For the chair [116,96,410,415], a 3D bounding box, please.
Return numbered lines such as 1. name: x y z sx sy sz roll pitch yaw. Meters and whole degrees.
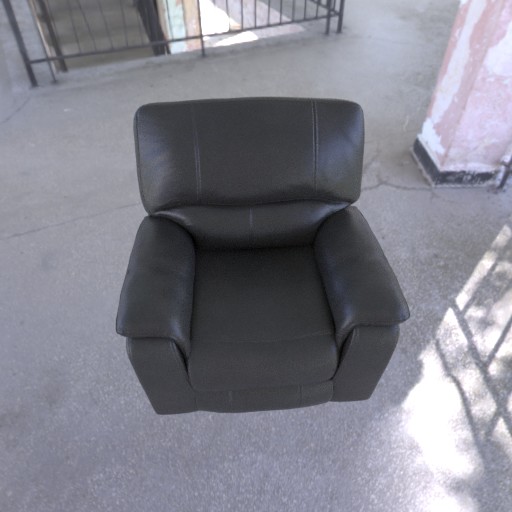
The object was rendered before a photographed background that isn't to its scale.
1. chair: 0.000 0.000 1.996 1.096 1.109 1.087 -3 45 -3
